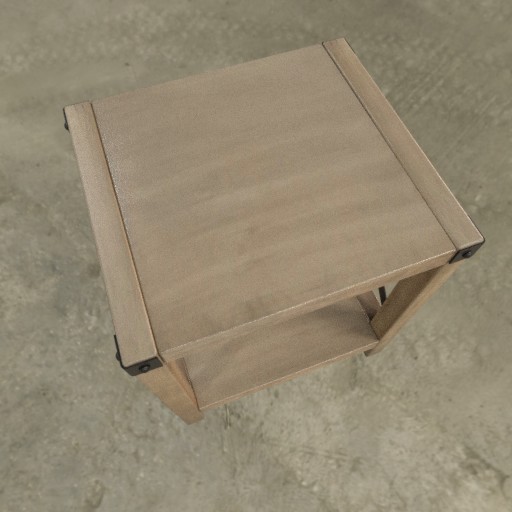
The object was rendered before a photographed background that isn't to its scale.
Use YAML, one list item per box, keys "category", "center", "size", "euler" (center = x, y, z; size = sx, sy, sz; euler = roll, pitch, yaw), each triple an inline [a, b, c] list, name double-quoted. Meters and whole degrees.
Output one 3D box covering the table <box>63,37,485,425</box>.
- category: "table"
  center: [0.000, 0.000, 0.896]
  size: [0.510, 0.561, 0.459]
  euler: [-18, 64, -9]
